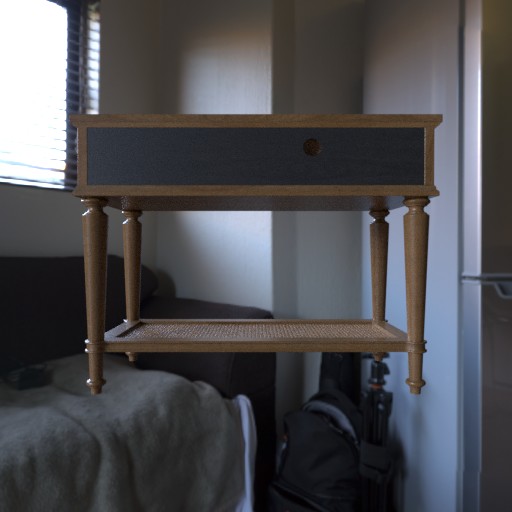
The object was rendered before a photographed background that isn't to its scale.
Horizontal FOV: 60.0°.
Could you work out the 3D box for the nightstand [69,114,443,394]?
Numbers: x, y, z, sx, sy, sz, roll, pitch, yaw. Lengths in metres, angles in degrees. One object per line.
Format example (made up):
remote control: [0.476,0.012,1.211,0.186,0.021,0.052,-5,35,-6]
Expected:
nightstand: [0.000,0.000,1.306,0.914,0.700,0.432,0,1,0]
